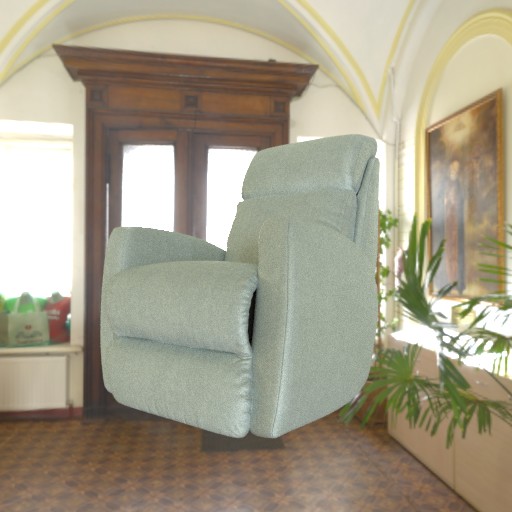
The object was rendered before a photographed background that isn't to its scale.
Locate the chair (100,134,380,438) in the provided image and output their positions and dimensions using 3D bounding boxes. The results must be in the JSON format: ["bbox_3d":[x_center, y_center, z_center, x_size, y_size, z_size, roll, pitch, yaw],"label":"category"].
[{"bbox_3d":[0.000,0.000,1.665,0.812,1.013,0.940,0,-1,36],"label":"chair"}]
